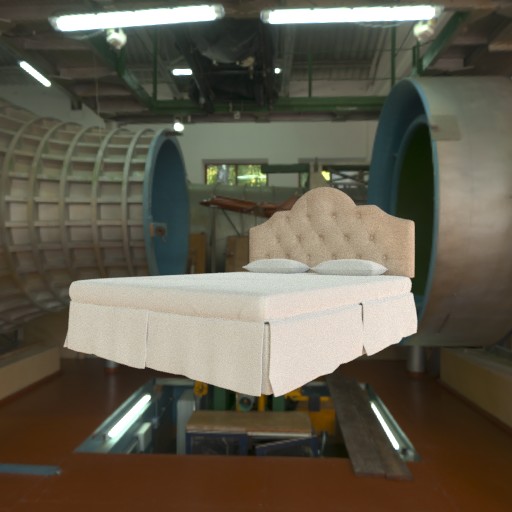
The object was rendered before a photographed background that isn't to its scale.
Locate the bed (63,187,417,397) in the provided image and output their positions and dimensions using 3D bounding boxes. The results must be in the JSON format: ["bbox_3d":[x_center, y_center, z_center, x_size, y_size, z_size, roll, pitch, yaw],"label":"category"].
[{"bbox_3d":[0.000,0.000,3.097,1.667,1.194,1.970,0,0,37],"label":"bed"}]
